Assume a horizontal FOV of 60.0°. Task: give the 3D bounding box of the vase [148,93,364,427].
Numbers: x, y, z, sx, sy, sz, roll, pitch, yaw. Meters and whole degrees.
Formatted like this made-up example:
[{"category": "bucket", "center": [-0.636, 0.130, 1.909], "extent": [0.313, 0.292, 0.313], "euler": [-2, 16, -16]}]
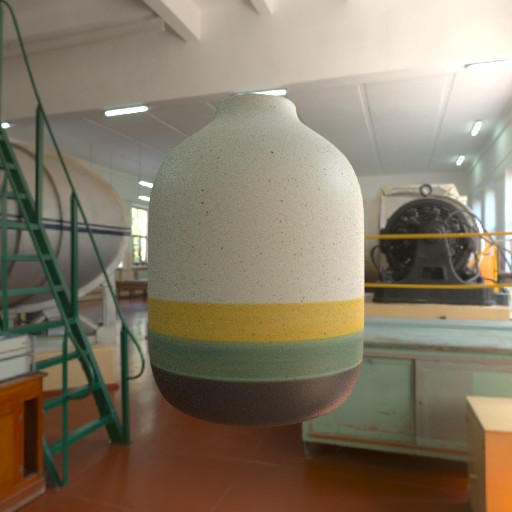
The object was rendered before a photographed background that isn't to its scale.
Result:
[{"category": "vase", "center": [0.000, 0.000, 0.357], "extent": [0.169, 0.240, 0.169], "euler": [0, -1, 0]}]
